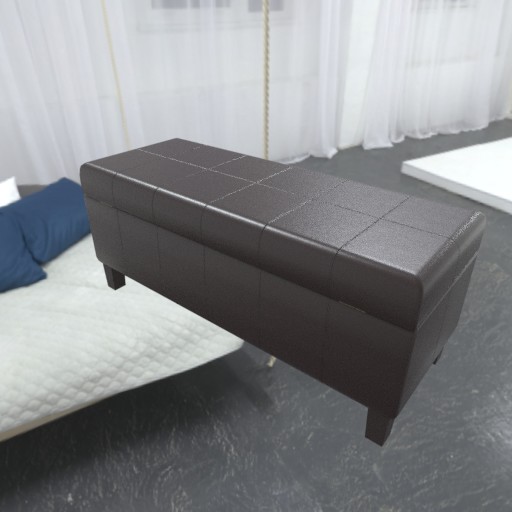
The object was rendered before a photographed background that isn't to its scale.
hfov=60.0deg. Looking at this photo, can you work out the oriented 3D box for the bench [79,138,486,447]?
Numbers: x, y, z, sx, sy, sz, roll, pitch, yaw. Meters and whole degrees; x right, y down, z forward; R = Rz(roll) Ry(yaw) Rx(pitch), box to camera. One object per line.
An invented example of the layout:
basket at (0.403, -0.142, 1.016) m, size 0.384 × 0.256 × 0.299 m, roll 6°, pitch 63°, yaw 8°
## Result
bench at (0.000, 0.000, 1.318) m, size 1.092 × 0.457 × 0.429 m, roll 22°, pitch 36°, yaw 33°
